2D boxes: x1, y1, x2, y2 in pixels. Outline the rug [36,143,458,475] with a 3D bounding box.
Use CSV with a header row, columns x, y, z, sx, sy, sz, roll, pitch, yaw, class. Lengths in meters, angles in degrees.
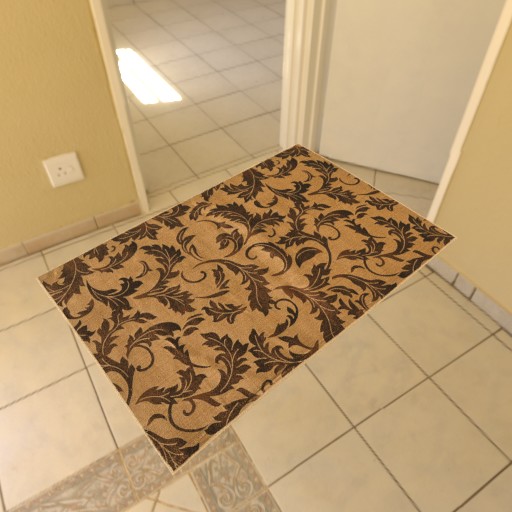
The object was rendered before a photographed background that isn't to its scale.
x,y,z,sx,sy,sz,roll,pitch,yaw,class
0.000,0.000,2.848,2.284,0.008,1.522,-32,55,-27,rug
